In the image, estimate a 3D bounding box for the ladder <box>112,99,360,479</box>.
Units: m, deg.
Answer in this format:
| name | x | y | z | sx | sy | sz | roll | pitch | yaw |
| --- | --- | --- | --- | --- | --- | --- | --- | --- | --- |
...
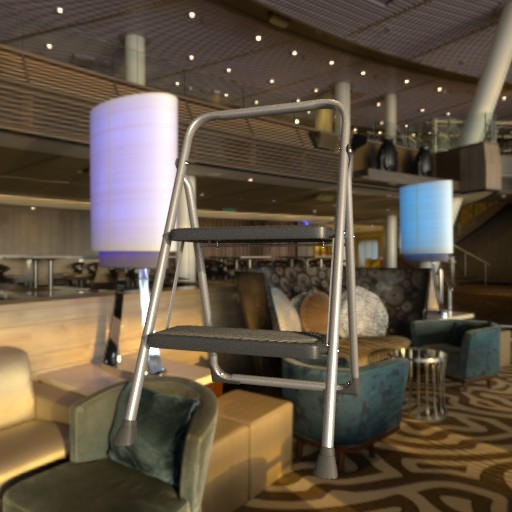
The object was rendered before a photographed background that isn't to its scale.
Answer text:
| name | x | y | z | sx | sy | sz | roll | pitch | yaw |
| --- | --- | --- | --- | --- | --- | --- | --- | --- | --- |
| ladder | 0.000 | 0.000 | 1.000 | 0.430 | 0.720 | 0.472 | 0 | 0 | 19 |
